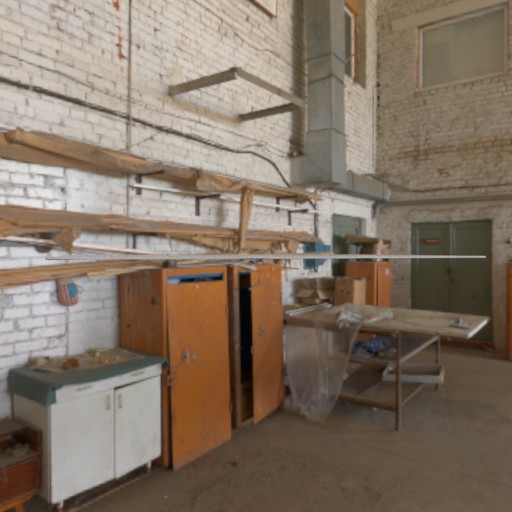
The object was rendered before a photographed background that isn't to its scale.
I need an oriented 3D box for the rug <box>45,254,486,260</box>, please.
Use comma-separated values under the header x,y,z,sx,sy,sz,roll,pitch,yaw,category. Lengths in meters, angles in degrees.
x,y,z,sx,sy,sz,roll,pitch,yaw,category
0.000,0.000,3.053,2.460,0.016,1.545,0,1,-18,rug
